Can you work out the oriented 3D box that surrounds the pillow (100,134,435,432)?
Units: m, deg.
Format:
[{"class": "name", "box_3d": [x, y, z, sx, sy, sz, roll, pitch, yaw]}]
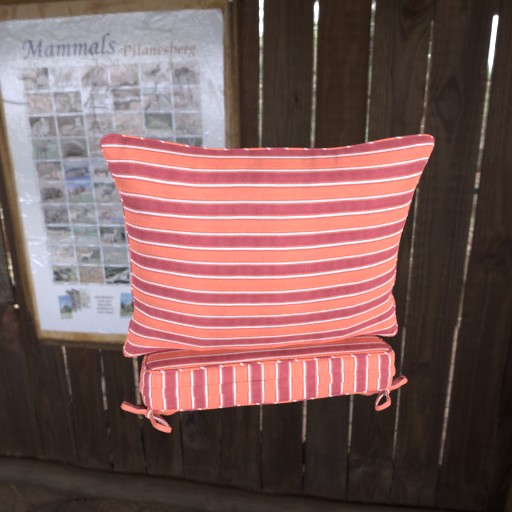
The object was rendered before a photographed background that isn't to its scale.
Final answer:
[{"class": "pillow", "box_3d": [0.000, 0.000, 1.379, 0.799, 0.723, 0.733, -2, 15, -9]}]
